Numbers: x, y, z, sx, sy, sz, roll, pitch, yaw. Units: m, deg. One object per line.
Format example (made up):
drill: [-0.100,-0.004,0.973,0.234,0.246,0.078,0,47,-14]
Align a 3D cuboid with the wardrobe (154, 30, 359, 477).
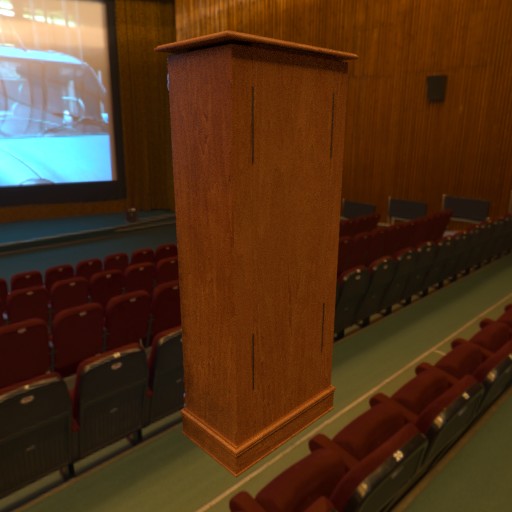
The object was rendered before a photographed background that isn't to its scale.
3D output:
wardrobe: [0.000,0.000,1.131,0.406,0.959,0.273,-15,22,-42]
